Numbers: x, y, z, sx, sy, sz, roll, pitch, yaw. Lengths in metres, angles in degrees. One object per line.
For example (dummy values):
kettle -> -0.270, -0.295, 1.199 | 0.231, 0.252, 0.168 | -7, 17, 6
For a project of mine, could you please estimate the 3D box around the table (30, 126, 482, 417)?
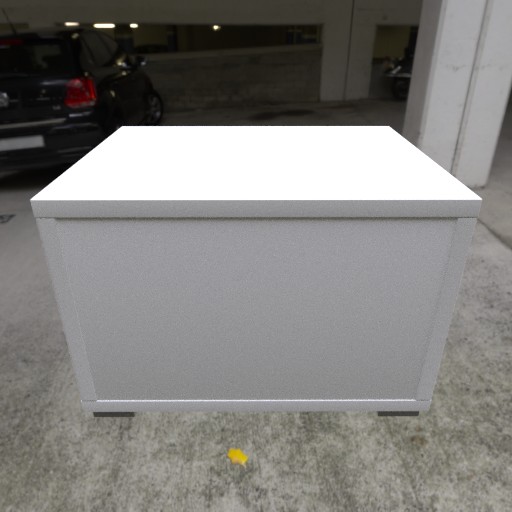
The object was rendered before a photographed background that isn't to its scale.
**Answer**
table -> 0.000, 0.000, 0.765 | 0.517, 0.357, 0.399 | 0, 28, 0
